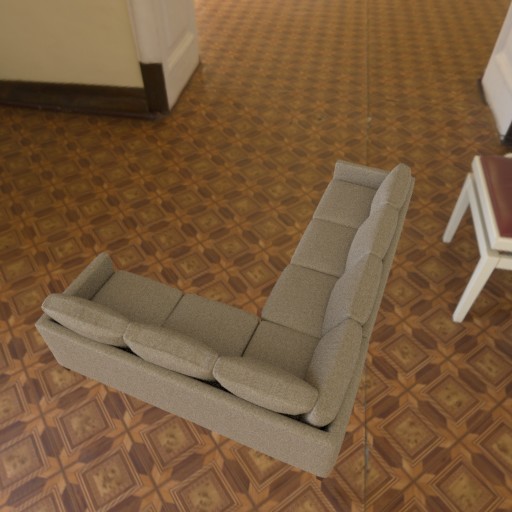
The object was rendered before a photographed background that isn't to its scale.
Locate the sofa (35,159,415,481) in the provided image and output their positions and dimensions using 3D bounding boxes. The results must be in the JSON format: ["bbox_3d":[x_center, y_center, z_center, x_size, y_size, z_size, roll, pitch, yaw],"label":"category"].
[{"bbox_3d":[0.000,0.000,4.465,2.593,0.947,3.302,17,49,16],"label":"sofa"}]
